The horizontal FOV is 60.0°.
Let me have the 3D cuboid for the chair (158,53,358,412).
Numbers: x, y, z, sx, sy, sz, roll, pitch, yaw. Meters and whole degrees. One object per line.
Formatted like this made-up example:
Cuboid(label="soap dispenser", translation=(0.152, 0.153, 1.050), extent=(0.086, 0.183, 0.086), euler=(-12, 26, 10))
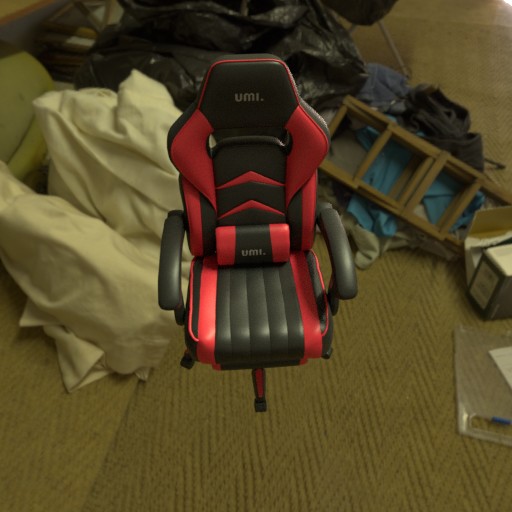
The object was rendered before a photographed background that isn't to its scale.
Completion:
Cuboid(label="chair", translation=(0.000, 0.000, 1.648), extent=(0.700, 1.220, 0.700), euler=(-3, 48, -3))
